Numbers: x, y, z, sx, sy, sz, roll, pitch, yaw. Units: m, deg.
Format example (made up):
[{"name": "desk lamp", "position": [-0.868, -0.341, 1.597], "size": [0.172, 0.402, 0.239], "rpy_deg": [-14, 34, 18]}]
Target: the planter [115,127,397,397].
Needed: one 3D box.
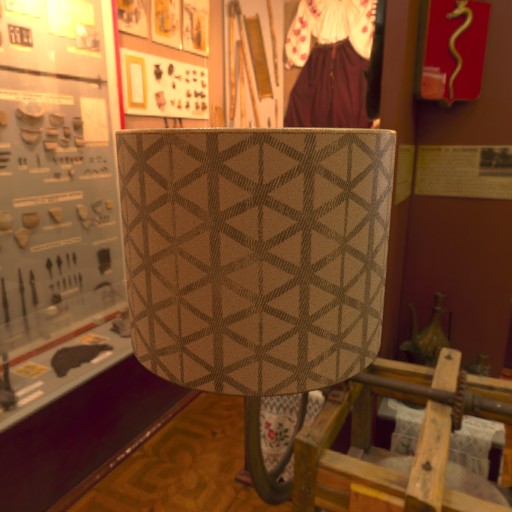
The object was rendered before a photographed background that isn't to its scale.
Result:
[{"name": "planter", "position": [0.000, 0.000, 0.335], "size": [0.190, 0.181, 0.190], "rpy_deg": [0, 15, 0]}]
